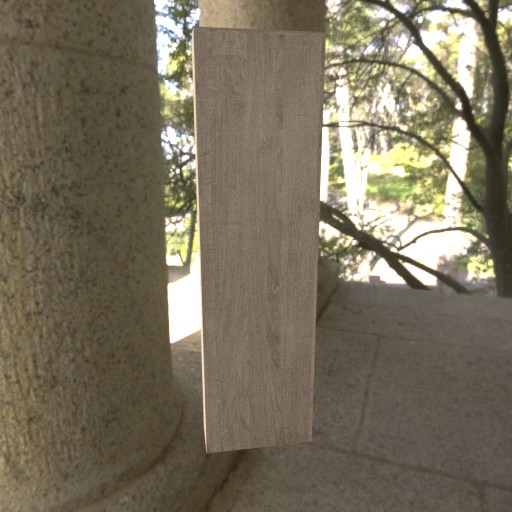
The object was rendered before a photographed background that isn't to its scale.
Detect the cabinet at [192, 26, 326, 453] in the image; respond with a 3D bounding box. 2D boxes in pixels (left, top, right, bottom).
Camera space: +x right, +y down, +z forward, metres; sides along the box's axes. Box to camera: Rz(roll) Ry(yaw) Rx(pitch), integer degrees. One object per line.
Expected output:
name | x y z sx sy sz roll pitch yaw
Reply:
cabinet | 0.000 0.000 1.971 0.500 1.790 0.230 -2 14 -9
